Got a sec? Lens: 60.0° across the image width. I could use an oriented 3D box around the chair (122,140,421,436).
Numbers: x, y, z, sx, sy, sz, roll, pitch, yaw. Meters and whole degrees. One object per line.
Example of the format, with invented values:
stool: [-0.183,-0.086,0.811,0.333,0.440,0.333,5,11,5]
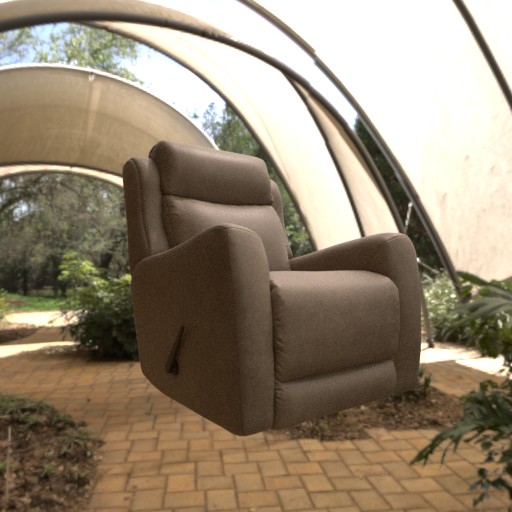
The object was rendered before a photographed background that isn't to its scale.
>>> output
chair: [0.000,0.000,1.952,0.967,1.116,1.068,1,-2,-36]
